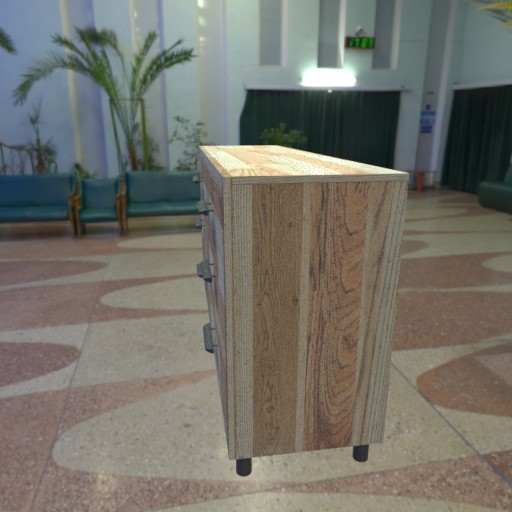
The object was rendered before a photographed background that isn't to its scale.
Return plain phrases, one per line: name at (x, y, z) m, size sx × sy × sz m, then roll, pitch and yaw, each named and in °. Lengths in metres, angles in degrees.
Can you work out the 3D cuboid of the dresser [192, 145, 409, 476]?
dresser at (0.000, 0.000, 1.860) m, size 0.487 × 0.834 × 1.547 m, roll -3°, pitch 17°, yaw -9°
